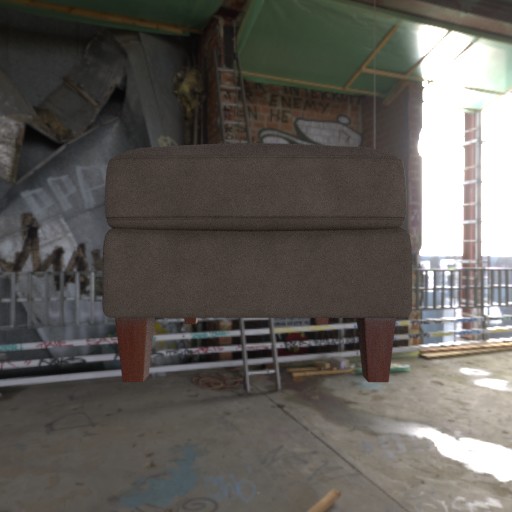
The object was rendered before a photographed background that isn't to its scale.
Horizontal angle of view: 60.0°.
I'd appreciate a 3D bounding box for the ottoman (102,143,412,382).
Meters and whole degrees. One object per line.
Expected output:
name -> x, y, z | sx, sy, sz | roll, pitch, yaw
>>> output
ottoman -> 0.000, 0.000, 1.230 | 0.584, 0.483, 0.864 | 0, 0, 0
